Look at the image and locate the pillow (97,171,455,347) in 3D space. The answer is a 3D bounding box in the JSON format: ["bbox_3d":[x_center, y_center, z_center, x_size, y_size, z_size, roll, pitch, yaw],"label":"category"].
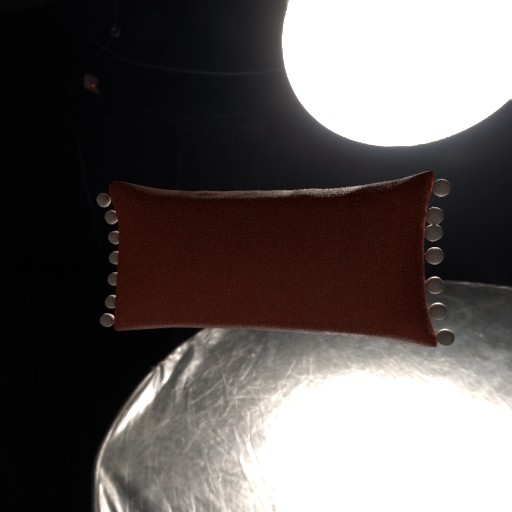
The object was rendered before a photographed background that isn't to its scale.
[{"bbox_3d":[0.000,0.000,0.864,0.709,0.322,0.201,0,0,18],"label":"pillow"}]
